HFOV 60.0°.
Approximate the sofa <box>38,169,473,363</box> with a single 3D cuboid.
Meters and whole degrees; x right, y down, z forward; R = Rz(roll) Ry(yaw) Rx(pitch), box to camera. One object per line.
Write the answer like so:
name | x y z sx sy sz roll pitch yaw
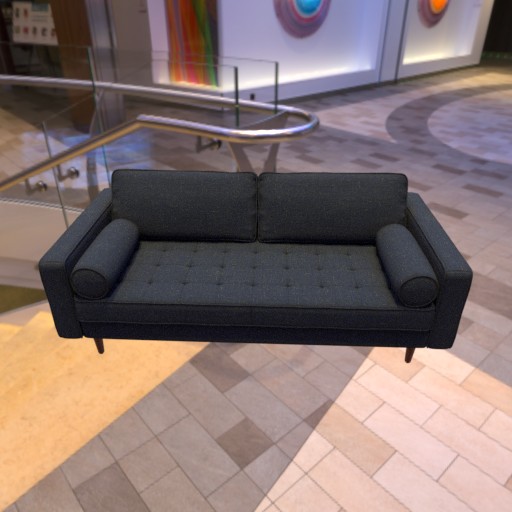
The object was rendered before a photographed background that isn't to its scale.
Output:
sofa | 0.000 0.000 2.353 1.880 0.762 0.914 1 30 2
